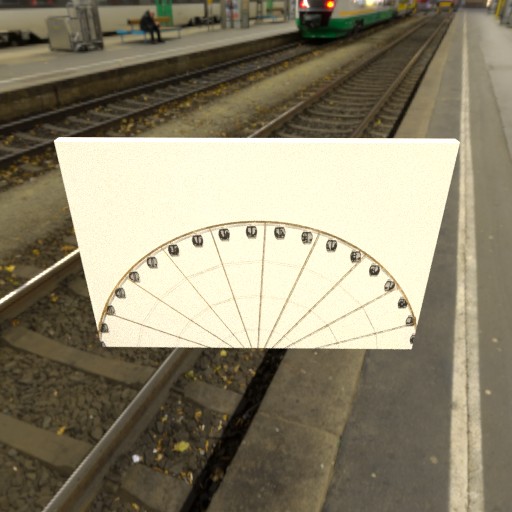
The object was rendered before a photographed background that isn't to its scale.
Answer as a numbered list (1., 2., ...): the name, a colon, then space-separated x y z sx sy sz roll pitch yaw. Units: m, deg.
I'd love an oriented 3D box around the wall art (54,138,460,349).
1. wall art: 0.000 0.000 1.457 1.144 0.767 0.038 0 30 1
